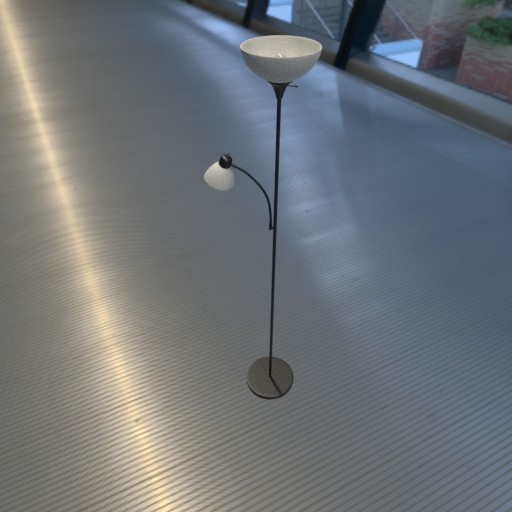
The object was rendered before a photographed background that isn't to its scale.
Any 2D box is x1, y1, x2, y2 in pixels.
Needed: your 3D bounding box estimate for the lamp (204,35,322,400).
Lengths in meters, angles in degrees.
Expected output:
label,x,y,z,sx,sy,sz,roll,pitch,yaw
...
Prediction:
label,x,y,z,sx,sy,sz,roll,pitch,yaw
lamp,0.000,0.000,2.030,0.442,1.804,0.279,11,40,13
